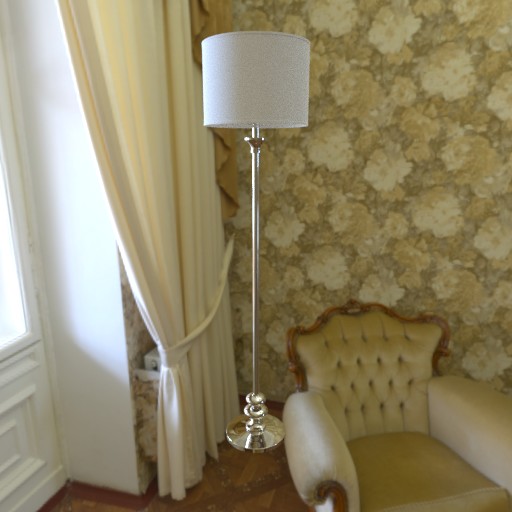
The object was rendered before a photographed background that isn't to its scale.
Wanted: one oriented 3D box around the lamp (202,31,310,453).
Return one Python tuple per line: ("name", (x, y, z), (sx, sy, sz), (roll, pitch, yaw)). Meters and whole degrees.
("lamp", (0.000, 0.000, 1.632), (0.356, 1.487, 0.356), (-7, 15, -27))
